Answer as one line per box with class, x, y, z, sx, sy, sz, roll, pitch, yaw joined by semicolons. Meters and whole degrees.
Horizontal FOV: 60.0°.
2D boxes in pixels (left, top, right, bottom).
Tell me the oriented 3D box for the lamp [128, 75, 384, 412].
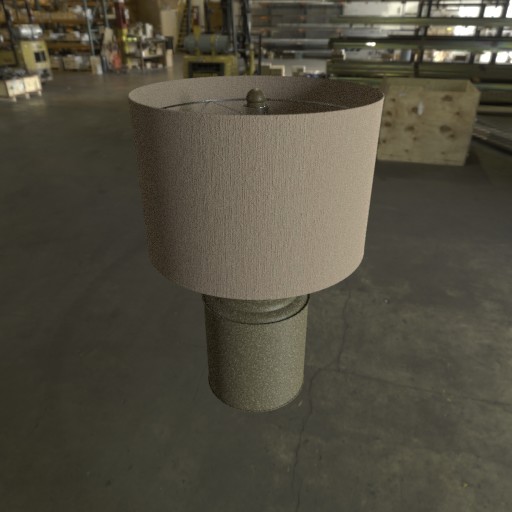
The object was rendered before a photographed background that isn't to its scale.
lamp;0.000;0.000;0.681;0.318;0.486;0.318;0;29;0
